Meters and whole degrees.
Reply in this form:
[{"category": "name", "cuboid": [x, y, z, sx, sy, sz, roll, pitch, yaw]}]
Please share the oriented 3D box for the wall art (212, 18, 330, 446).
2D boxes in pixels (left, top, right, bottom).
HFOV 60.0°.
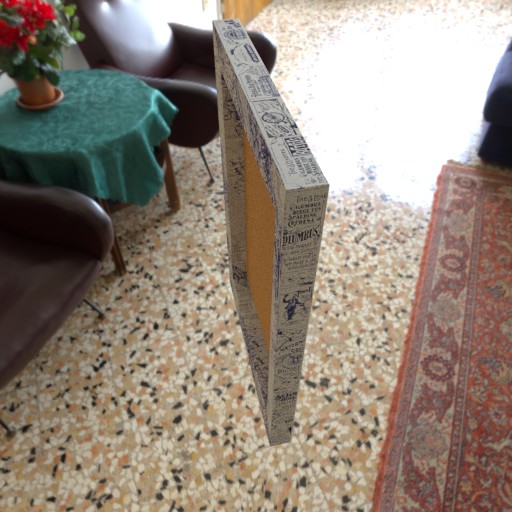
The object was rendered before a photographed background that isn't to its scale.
[{"category": "wall art", "cuboid": [0.000, 0.000, 0.739, 0.040, 0.601, 0.408, -9, 48, -9]}]
